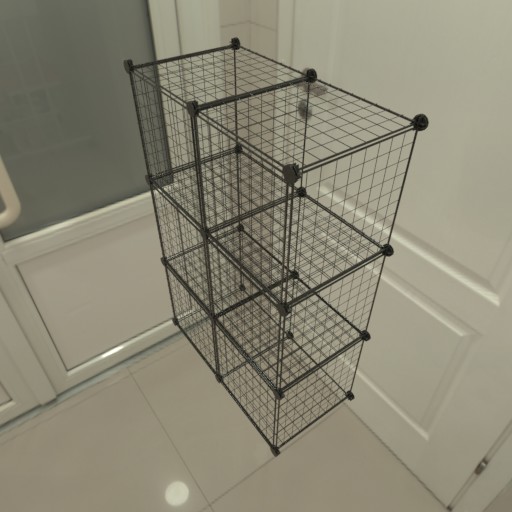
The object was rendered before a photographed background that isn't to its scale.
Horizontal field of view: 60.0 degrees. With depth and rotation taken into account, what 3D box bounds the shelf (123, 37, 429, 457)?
[{"bbox_3d":[0.000,0.000,1.386,0.356,1.067,0.711,-26,47,-26],"label":"shelf"}]
